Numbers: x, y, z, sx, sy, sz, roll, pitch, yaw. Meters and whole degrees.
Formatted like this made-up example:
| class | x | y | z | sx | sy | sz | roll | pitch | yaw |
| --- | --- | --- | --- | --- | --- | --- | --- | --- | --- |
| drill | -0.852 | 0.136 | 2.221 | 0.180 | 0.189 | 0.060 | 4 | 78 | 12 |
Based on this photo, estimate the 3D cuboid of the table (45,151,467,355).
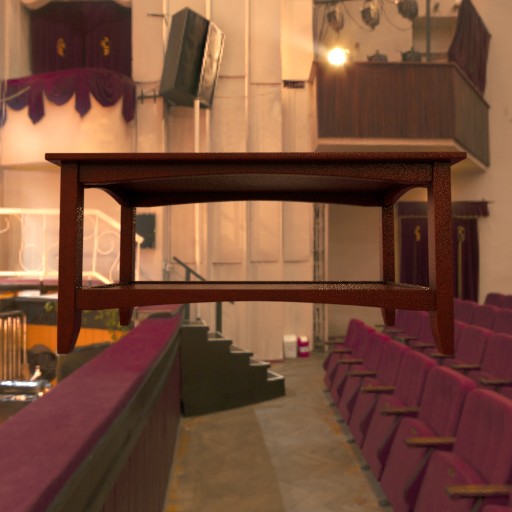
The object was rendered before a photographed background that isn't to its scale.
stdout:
| class | x | y | z | sx | sy | sz | roll | pitch | yaw |
| --- | --- | --- | --- | --- | --- | --- | --- | --- | --- |
| table | 0.000 | 0.000 | 1.250 | 0.943 | 0.456 | 0.533 | 0 | -1 | 1 |
